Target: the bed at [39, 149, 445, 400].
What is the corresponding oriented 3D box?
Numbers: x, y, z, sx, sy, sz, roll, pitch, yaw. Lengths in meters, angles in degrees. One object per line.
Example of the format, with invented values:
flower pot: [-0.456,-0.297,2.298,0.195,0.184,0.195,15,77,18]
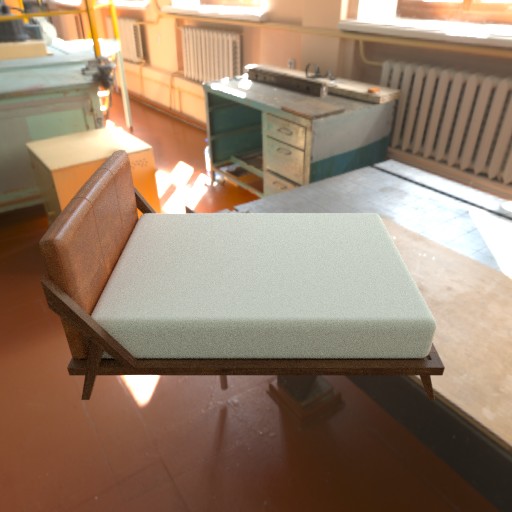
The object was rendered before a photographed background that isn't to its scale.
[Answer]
bed: [0.000,0.000,3.260,2.311,1.168,1.651,0,32,0]
